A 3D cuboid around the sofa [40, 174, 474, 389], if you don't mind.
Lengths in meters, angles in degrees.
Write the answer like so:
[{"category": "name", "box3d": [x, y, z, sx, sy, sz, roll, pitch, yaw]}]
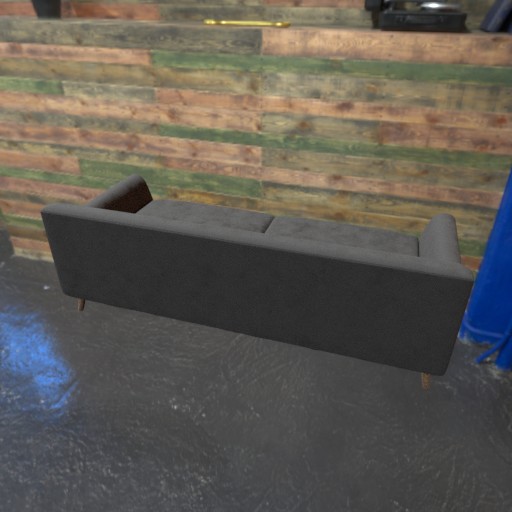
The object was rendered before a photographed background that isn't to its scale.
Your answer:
[{"category": "sofa", "box3d": [0.000, 0.000, 2.648, 2.190, 0.740, 0.900, 9, 32, 15]}]
